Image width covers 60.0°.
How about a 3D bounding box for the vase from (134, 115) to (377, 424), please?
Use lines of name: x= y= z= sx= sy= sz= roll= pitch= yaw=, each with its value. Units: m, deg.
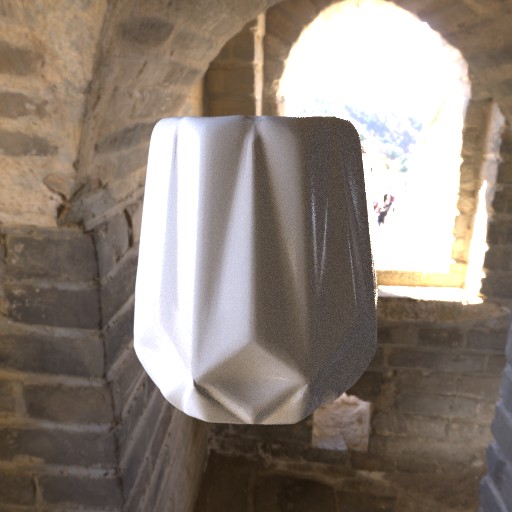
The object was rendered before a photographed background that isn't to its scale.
vase: x=0.000 y=0.000 z=0.255 sx=0.141 sy=0.152 sz=0.141 roll=0 pitch=16 yaw=0
